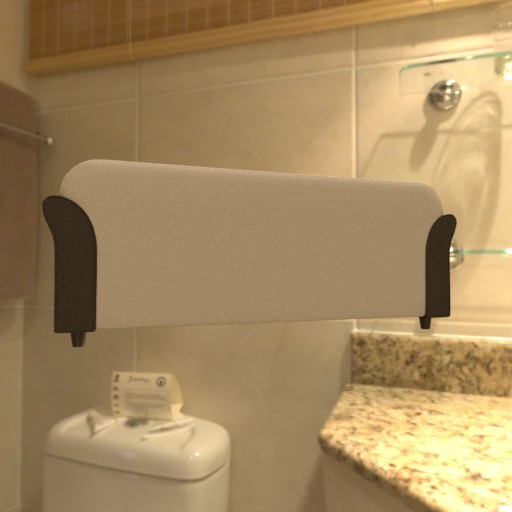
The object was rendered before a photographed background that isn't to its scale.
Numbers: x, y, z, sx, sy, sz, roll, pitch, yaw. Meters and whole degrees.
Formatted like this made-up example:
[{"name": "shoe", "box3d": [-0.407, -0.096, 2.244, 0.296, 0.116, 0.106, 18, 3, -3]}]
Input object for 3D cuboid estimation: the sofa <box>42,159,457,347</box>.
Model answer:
[{"name": "sofa", "box3d": [0.000, 0.000, 2.391, 2.001, 0.787, 0.755, 1, -2, -18]}]
